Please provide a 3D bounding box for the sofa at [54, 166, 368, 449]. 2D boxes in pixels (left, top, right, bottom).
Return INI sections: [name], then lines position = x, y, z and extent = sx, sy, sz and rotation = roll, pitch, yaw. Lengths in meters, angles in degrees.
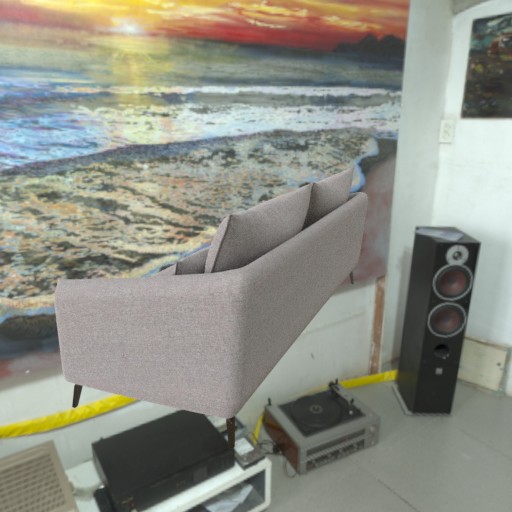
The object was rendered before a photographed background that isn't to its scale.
[sofa]
position = 0.000, 0.000, 2.398
extent = 0.809, 0.833, 2.022
rotation = 8, 19, 24
